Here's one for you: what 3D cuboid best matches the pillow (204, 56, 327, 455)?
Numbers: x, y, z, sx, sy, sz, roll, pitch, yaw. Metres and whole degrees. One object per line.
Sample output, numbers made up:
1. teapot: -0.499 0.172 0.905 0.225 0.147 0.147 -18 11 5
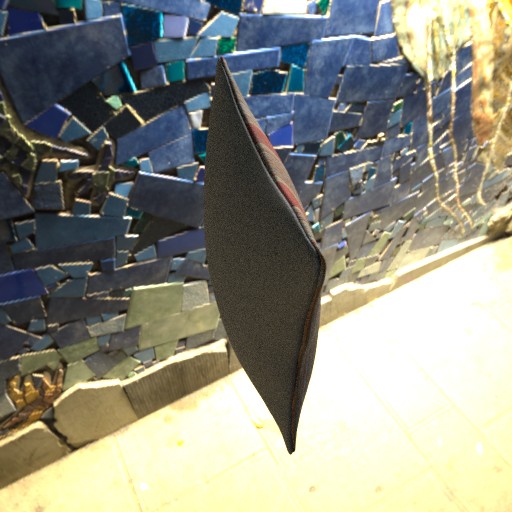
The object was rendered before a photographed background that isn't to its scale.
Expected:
1. pillow: 0.000 0.000 0.652 0.136 0.419 0.437 -11 47 -10
